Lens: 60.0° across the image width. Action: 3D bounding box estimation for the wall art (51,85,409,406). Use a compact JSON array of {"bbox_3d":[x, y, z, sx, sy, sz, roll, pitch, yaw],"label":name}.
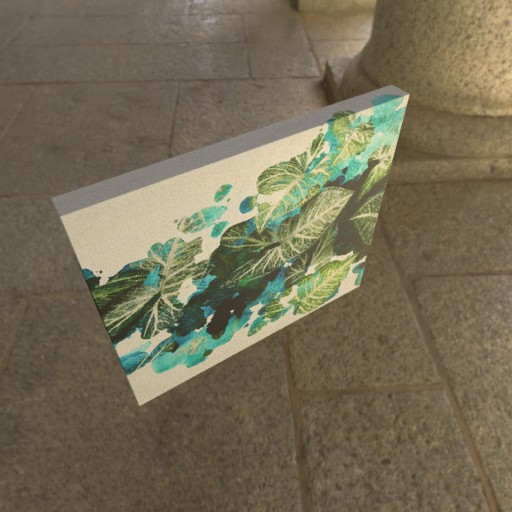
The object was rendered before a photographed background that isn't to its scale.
[{"bbox_3d":[0.000,0.000,0.721,0.507,0.435,0.041,-25,51,-22],"label":"wall art"}]
